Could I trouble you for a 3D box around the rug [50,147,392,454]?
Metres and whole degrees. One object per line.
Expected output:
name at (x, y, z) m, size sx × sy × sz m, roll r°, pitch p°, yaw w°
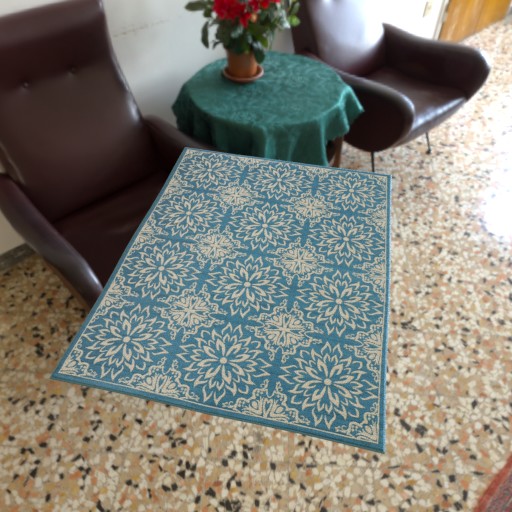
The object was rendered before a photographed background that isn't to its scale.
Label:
rug at (0.000, 0.000, 3.959) m, size 2.350 × 0.018 × 2.964 m, roll 9°, pitch 48°, yaw 9°
